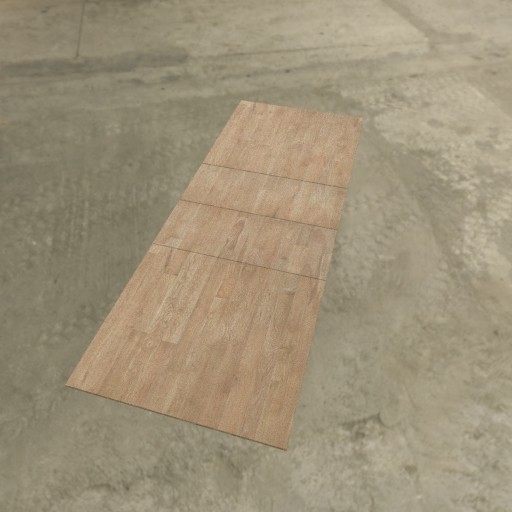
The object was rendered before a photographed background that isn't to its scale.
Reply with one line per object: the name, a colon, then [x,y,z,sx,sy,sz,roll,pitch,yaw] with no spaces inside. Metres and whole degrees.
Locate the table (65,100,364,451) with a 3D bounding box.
table: [0.000,0.000,2.975,1.000,0.752,2.603,12,49,11]
